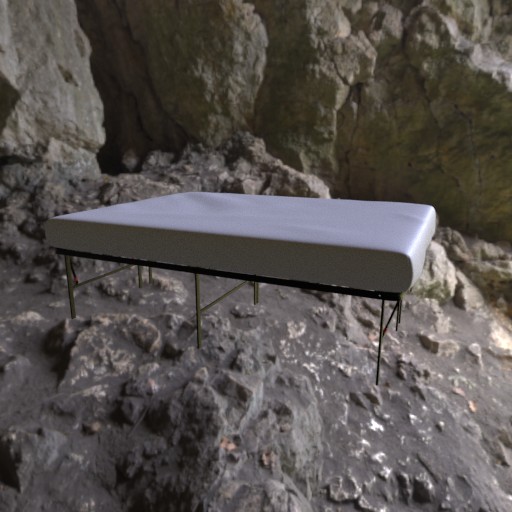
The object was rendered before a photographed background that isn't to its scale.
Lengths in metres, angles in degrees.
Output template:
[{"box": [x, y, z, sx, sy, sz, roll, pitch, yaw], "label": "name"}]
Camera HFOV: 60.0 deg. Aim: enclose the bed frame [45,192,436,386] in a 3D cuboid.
[{"box": [0.000, 0.000, 2.959, 2.151, 0.667, 1.584, 7, 16, 24], "label": "bed frame"}]
